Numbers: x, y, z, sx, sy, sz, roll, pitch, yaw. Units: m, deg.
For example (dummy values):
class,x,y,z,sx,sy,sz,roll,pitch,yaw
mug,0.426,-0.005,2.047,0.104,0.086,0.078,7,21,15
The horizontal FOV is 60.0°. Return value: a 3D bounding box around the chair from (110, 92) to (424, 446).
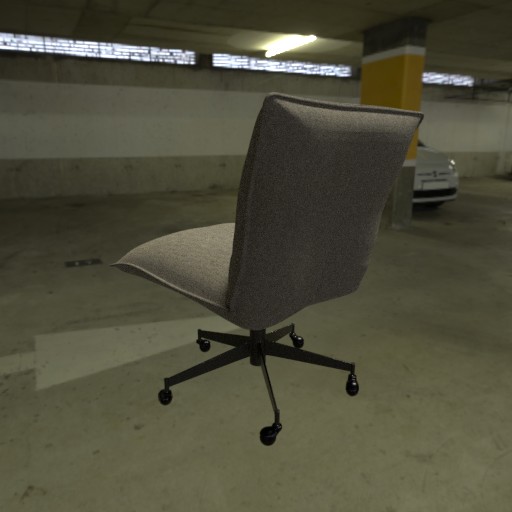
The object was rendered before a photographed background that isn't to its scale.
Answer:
class,x,y,z,sx,sy,sz,roll,pitch,yaw
chair,0.000,0.000,1.291,0.597,0.811,0.696,-14,20,-43
